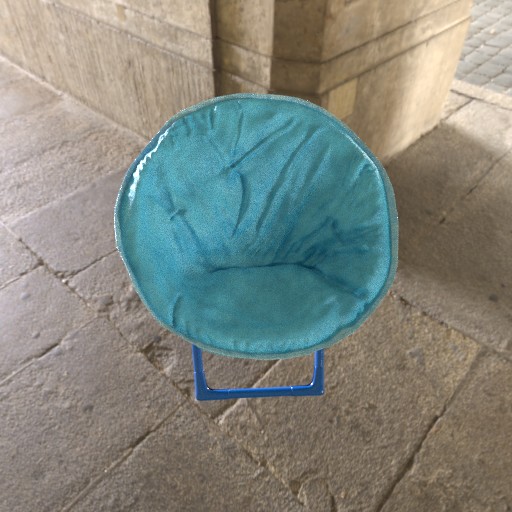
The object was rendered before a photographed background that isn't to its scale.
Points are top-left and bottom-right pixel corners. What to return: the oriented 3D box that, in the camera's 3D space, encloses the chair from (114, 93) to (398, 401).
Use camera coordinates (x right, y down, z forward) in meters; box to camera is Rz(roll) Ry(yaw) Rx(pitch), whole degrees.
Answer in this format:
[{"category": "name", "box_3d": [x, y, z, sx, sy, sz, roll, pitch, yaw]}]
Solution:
[{"category": "chair", "box_3d": [0.000, 0.000, 0.906, 0.520, 0.478, 0.465, -2, 45, -2]}]
